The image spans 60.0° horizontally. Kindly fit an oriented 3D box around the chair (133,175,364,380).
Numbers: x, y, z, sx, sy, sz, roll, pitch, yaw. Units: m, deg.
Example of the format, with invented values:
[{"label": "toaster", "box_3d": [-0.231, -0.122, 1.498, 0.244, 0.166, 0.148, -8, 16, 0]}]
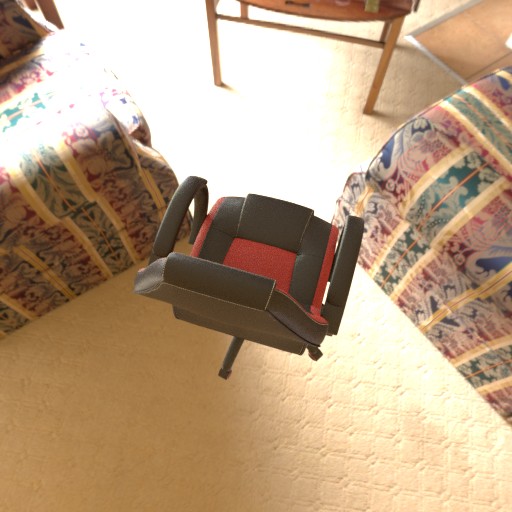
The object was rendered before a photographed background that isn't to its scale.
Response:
[{"label": "chair", "box_3d": [0.000, 0.000, 1.691, 0.750, 1.189, 0.783, 15, 65, 7]}]
